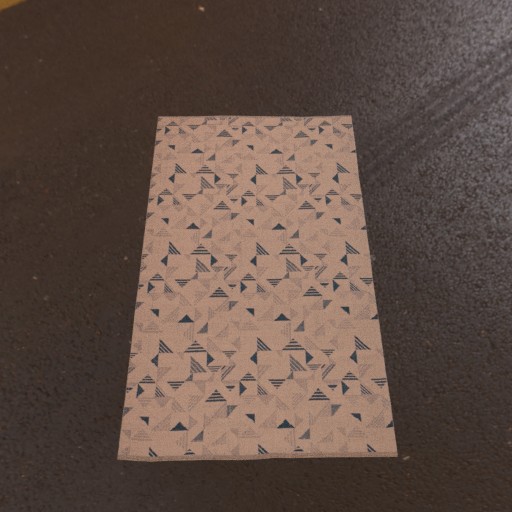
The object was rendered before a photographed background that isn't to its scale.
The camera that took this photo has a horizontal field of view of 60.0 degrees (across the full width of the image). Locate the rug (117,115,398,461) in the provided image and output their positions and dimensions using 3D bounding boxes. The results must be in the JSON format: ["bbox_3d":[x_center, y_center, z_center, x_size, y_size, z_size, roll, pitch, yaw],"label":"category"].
[{"bbox_3d":[0.000,0.000,2.931,1.512,0.009,2.457,0,64,0],"label":"rug"}]
